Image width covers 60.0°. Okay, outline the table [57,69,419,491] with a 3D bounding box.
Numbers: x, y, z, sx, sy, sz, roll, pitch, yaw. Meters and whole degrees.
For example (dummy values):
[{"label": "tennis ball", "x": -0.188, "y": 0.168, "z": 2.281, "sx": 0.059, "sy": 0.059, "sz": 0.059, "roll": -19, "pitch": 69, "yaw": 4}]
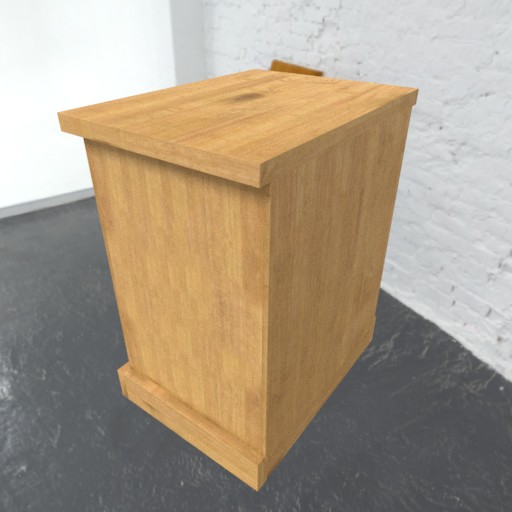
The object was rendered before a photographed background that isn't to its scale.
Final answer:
[{"label": "table", "x": 0.000, "y": 0.000, "z": 1.191, "sx": 0.500, "sy": 0.813, "sz": 0.660, "roll": 21, "pitch": 37, "yaw": 30}]
